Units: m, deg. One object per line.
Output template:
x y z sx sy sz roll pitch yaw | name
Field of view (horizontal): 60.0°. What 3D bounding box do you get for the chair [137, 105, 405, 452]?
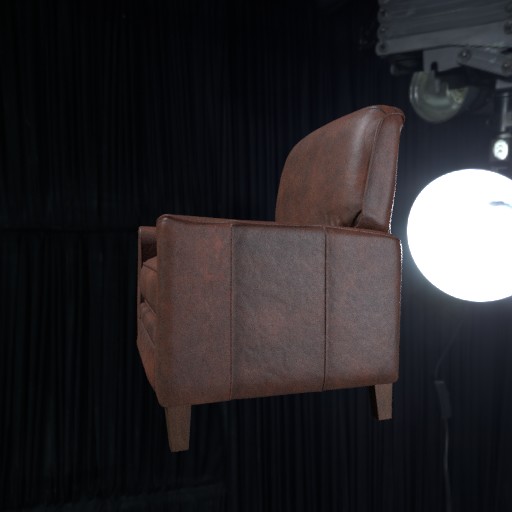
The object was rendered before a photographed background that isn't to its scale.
0.000 0.000 1.652 0.836 1.043 0.843 -1 2 -19 | chair
